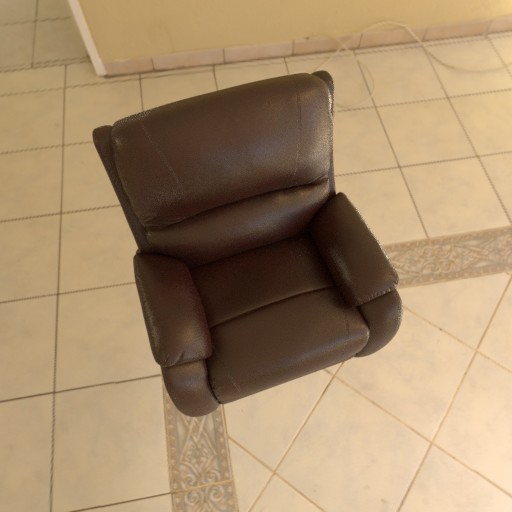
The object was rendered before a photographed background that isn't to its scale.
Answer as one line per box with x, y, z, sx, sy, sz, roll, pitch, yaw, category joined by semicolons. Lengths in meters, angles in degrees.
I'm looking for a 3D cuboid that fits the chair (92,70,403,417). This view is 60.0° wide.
0.000;0.000;1.716;0.930;1.011;0.899;-17;65;-9;chair
